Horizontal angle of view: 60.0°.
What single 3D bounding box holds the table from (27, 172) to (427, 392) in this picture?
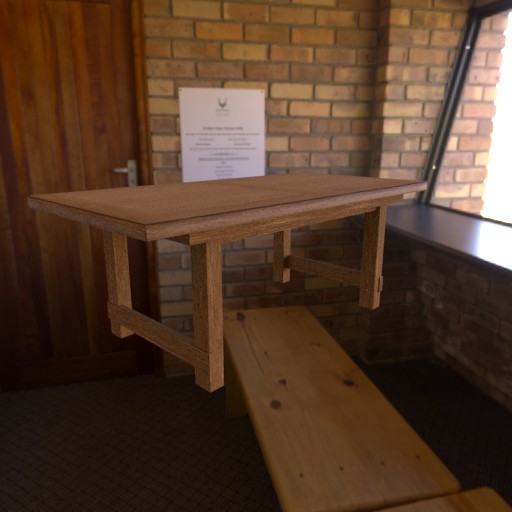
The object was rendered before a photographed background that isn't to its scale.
[{"bbox_3d":[0.000,0.000,2.473,1.000,0.762,1.982,14,21,43],"label":"table"}]
